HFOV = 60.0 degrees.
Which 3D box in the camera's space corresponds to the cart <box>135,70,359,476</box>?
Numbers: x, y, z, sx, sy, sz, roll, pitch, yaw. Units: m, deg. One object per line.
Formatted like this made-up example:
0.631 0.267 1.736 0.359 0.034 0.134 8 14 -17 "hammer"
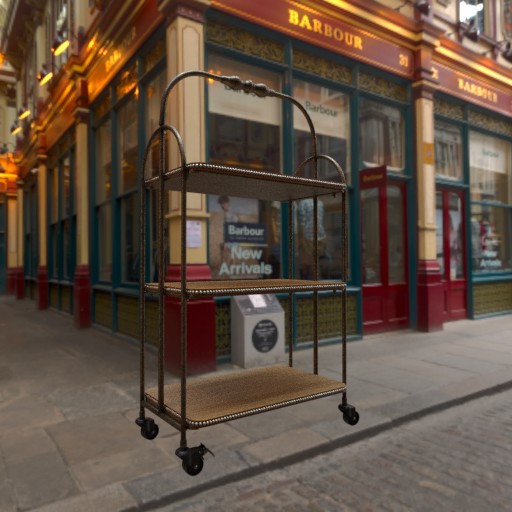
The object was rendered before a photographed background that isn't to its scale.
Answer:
0.000 0.000 1.338 0.650 1.052 0.330 0 -1 -36 "cart"
